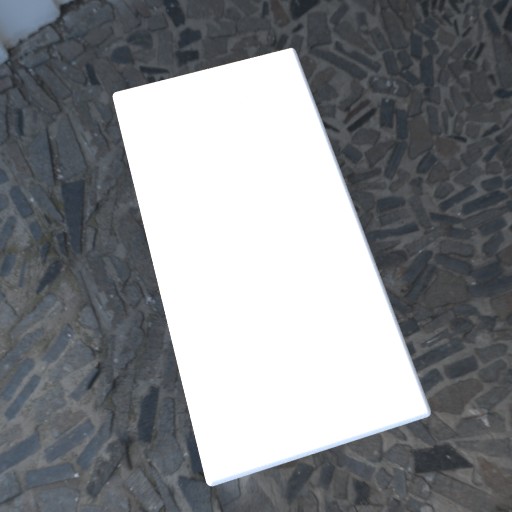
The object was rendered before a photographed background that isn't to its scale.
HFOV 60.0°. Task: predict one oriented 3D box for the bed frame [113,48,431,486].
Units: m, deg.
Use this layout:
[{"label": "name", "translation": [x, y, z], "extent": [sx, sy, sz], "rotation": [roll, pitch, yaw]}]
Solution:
[{"label": "bed frame", "translation": [0.000, 0.000, 2.410], "extent": [1.023, 0.659, 1.950], "rotation": [-16, 76, -4]}]
